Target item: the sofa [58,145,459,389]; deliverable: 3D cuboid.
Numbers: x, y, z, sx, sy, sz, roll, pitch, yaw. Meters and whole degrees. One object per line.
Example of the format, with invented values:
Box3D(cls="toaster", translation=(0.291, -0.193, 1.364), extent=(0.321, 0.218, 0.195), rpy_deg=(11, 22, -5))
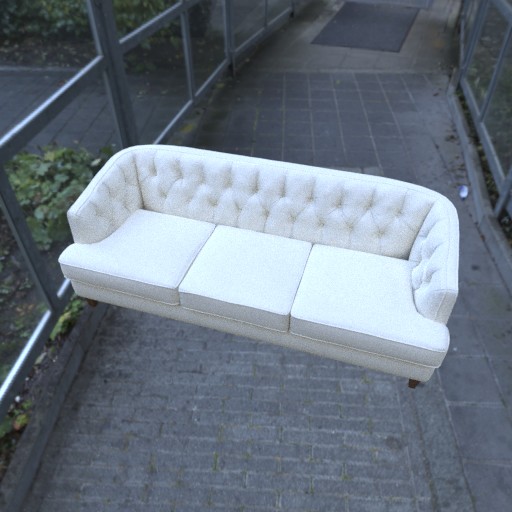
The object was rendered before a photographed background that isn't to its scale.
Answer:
Box3D(cls="sofa", translation=(0.000, 0.000, 2.773), extent=(2.278, 0.855, 0.941), rpy_deg=(12, 42, 13))
